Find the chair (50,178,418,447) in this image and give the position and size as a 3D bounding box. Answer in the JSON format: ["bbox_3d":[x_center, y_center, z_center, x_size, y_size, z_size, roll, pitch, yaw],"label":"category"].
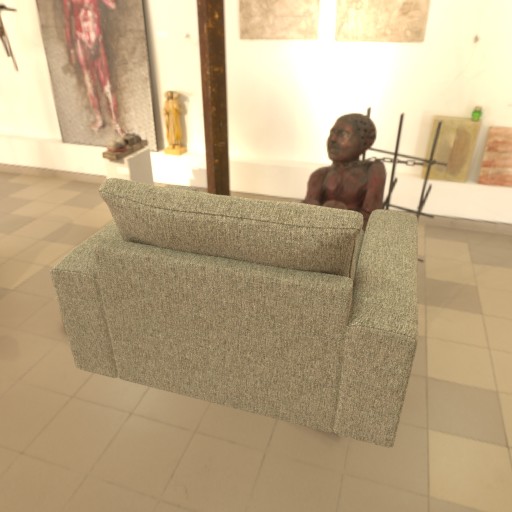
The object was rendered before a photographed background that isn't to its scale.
[{"bbox_3d":[0.000,0.000,2.047,1.398,0.915,1.039,9,31,15],"label":"chair"}]
